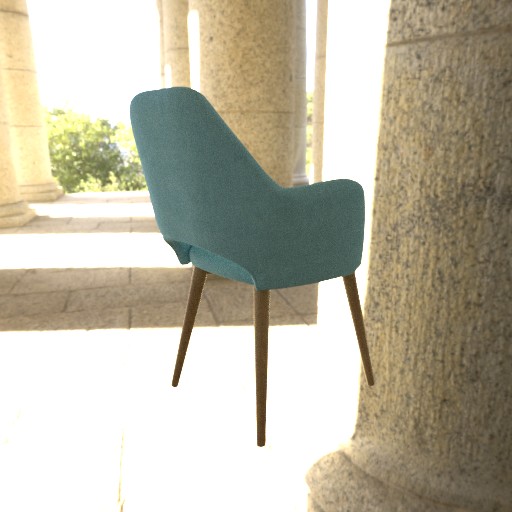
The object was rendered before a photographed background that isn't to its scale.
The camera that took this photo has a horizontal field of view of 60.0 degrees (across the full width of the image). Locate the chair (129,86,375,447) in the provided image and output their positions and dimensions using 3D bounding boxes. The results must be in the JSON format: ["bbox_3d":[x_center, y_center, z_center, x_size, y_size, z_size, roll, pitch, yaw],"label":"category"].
[{"bbox_3d":[0.000,0.000,1.238,0.610,0.840,0.590,-14,20,-42],"label":"chair"}]
